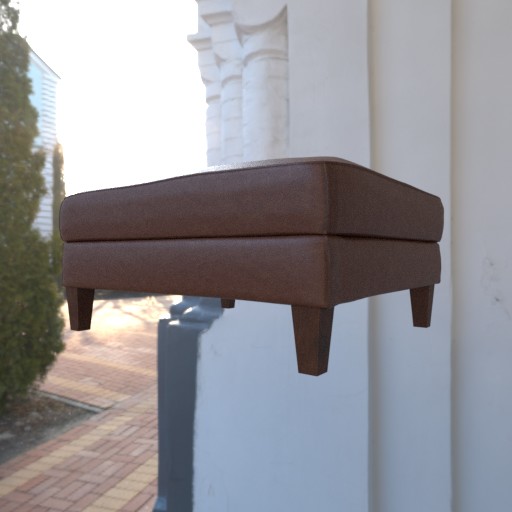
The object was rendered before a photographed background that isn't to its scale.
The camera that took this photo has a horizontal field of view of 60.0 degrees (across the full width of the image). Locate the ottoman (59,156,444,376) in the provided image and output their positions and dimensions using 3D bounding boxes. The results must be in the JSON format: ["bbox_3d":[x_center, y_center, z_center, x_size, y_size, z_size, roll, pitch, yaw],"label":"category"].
[{"bbox_3d":[0.000,0.000,1.452,0.987,0.472,0.836,0,0,37],"label":"ottoman"}]
